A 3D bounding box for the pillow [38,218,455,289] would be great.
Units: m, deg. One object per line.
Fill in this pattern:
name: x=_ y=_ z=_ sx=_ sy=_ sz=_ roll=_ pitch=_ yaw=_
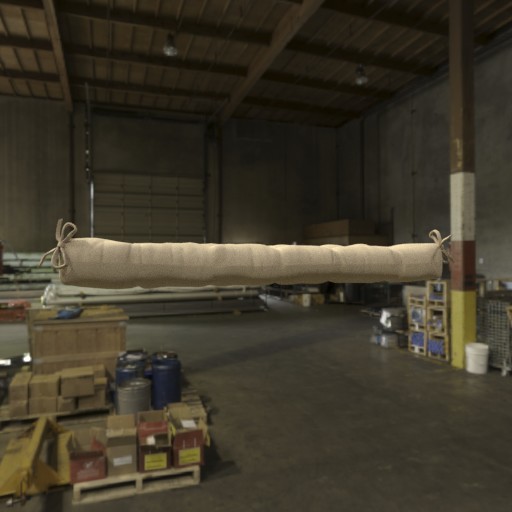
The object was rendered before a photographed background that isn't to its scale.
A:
pillow: x=0.000 y=0.000 z=1.384 sx=1.194 sy=0.174 sz=0.511 roll=0 pitch=0 yaw=-20
